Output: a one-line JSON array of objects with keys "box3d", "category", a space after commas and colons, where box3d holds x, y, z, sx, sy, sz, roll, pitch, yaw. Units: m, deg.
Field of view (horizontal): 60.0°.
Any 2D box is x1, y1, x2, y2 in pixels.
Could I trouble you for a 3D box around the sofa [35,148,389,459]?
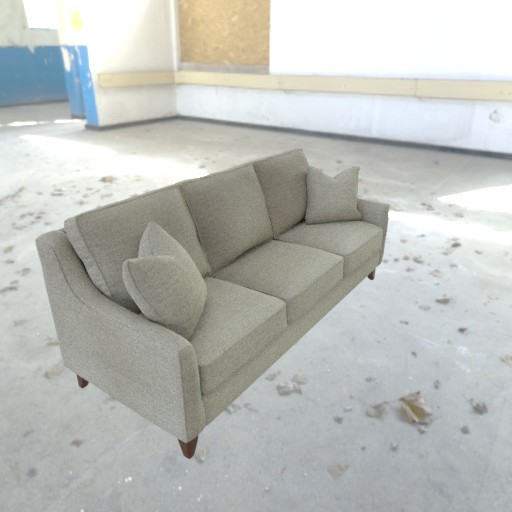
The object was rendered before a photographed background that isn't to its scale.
[{"box3d": [0.000, 0.000, 2.523, 0.865, 0.914, 2.031, 17, 30, 32], "category": "sofa"}]
